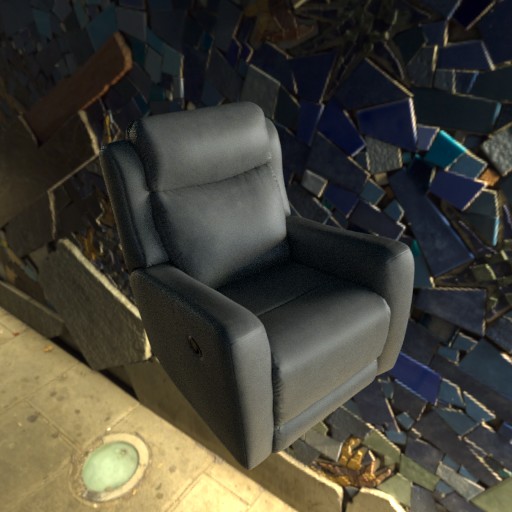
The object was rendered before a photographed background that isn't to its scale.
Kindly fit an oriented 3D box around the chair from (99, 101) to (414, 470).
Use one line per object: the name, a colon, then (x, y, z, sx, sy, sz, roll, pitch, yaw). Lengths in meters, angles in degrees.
chair: (0.000, 0.000, 1.947, 0.965, 1.116, 1.068, -21, 36, -32)
